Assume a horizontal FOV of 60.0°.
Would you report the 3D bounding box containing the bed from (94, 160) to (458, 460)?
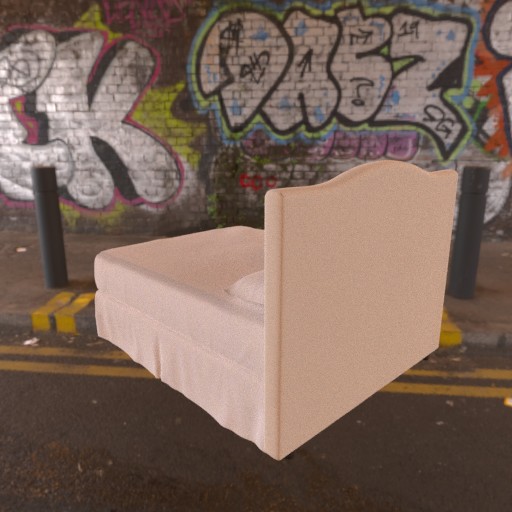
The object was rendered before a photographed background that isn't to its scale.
[{"bbox_3d":[0.000,0.000,3.289,1.753,1.460,2.143,-14,20,-42],"label":"bed"}]
